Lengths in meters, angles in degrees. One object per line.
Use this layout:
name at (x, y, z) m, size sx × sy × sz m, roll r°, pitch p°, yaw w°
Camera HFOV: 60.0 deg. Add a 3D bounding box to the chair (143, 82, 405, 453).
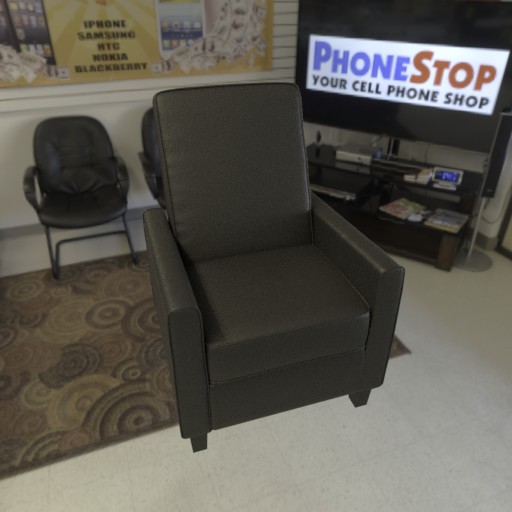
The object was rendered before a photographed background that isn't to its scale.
chair at (0.000, 0.000, 1.528) m, size 0.705 × 1.013 × 0.746 m, roll -10°, pitch 33°, yaw -15°
